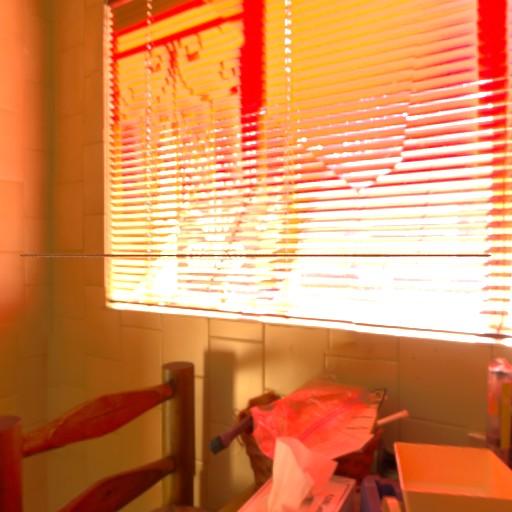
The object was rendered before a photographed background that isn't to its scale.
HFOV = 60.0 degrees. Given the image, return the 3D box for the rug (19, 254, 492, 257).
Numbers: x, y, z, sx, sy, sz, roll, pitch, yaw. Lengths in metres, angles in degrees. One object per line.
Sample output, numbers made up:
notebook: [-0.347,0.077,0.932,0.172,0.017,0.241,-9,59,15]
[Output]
rug: [0.000,0.000,2.747,2.134,0.013,1.524,0,0,1]
